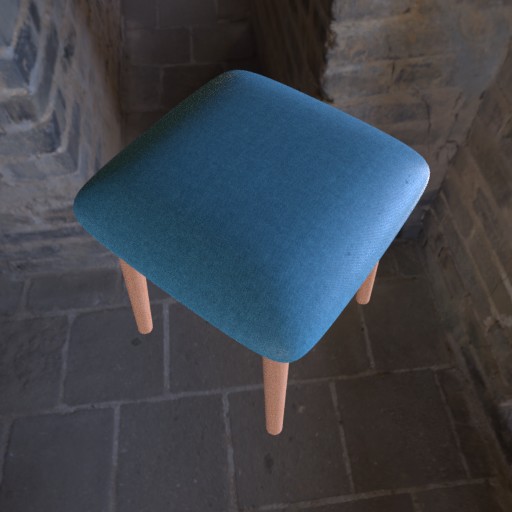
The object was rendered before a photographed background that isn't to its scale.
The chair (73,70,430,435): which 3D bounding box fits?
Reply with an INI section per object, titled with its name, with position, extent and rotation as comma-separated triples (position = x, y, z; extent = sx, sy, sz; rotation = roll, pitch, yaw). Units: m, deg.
[chair]
position = 0.000, 0.000, 0.716
extent = 0.360, 0.450, 0.360
rotation = 32, 64, 18
